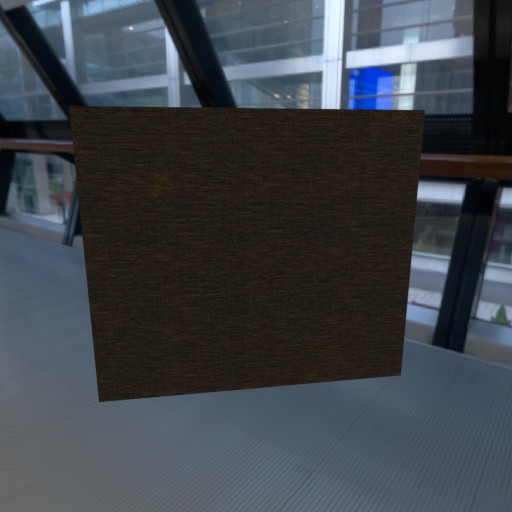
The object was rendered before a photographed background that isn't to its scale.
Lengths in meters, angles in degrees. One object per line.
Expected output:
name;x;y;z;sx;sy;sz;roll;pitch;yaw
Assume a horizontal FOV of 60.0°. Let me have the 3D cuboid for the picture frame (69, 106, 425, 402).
picture frame;0.000;0.000;0.524;0.378;0.330;0.033;-2;15;-9
